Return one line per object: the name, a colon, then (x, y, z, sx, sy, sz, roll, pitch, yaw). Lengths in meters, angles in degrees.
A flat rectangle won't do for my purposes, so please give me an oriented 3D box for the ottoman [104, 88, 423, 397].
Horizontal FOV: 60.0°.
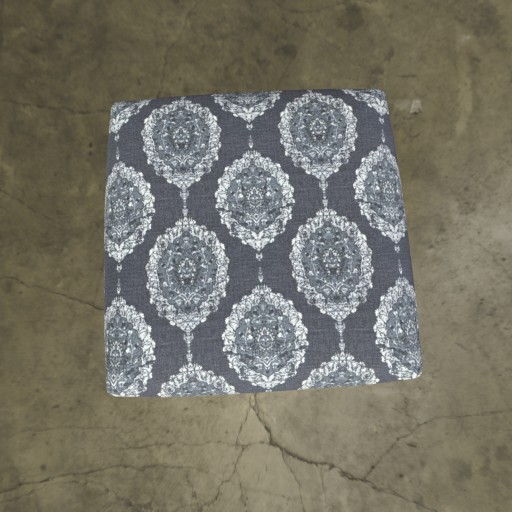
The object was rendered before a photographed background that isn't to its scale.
ottoman: (0.000, 0.000, 0.907, 0.497, 0.475, 0.507, -3, 78, -1)
